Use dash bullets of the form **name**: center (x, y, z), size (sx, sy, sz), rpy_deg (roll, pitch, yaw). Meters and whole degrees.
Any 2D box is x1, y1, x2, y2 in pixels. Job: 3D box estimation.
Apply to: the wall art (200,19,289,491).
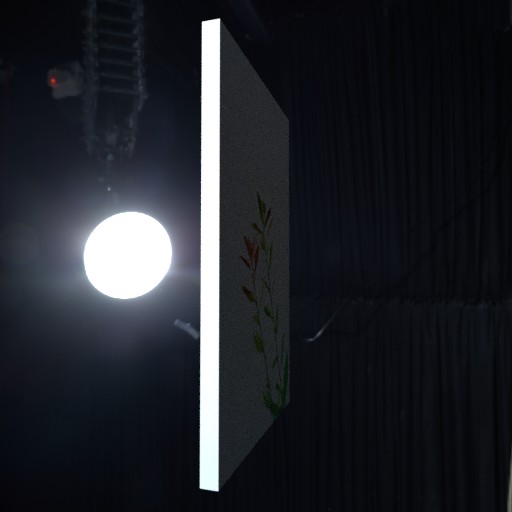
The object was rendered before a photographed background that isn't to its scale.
- **wall art**: center (0.000, 0.000, 1.155), size (0.039, 0.915, 0.612), rpy_deg (-1, -2, 17)
